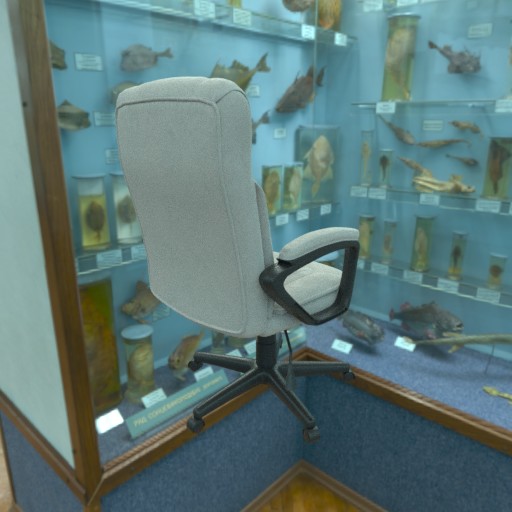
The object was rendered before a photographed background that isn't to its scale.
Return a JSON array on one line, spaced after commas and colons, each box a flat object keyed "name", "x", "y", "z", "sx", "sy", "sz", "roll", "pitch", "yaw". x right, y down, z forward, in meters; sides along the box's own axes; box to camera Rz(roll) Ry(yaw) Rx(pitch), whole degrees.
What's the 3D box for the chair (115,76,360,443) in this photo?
[{"name": "chair", "x": 0.000, "y": 0.000, "z": 1.524, "sx": 0.724, "sy": 1.105, "sz": 0.667, "roll": -16, "pitch": 23, "yaw": -43}]
